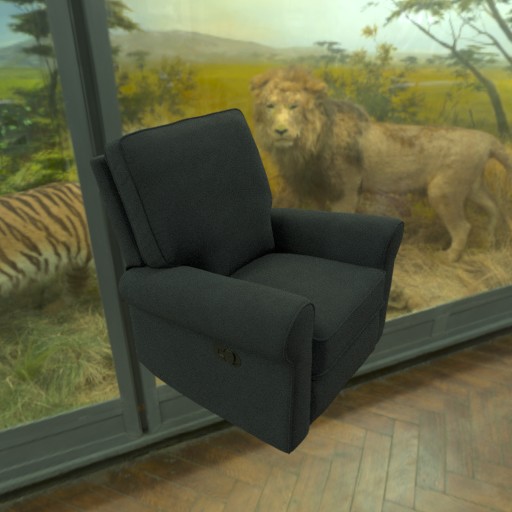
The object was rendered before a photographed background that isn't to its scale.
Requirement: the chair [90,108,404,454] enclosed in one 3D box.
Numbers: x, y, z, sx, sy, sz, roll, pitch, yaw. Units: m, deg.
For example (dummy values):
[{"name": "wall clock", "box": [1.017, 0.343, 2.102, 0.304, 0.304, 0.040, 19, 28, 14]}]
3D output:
[{"name": "chair", "box": [0.000, 0.000, 1.687, 0.878, 0.961, 0.890, 18, 33, 31]}]
